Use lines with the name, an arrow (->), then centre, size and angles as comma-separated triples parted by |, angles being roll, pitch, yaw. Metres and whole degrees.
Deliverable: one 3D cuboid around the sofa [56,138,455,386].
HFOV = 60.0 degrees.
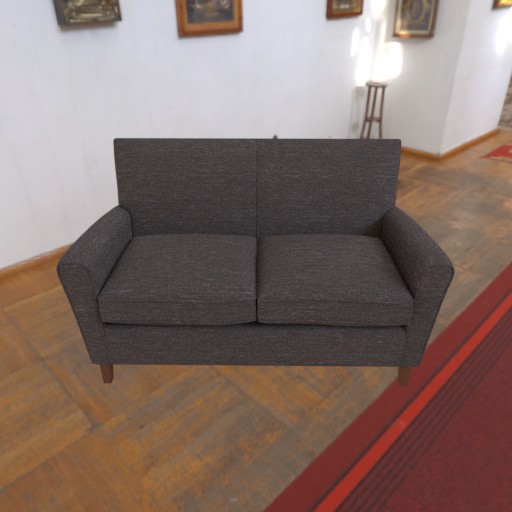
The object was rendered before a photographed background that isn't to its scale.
sofa -> 0.000, 0.000, 2.093 | 1.509, 0.905, 0.867 | 0, 30, 1
